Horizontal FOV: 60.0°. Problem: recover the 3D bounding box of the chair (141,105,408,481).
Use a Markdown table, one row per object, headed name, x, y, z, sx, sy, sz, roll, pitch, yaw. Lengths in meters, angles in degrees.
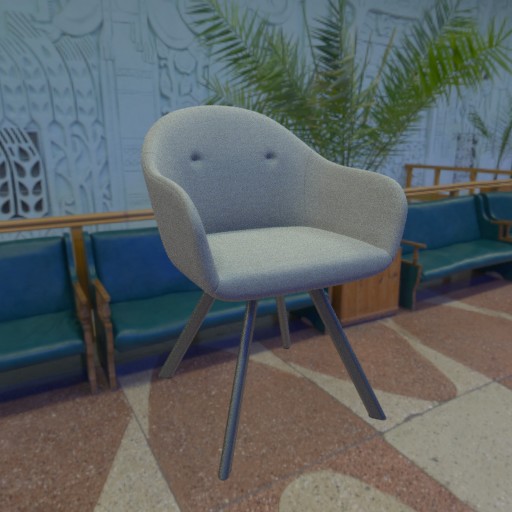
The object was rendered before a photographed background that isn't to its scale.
| name | x | y | z | sx | sy | sz | roll | pitch | yaw |
| --- | --- | --- | --- | --- | --- | --- | --- | --- | --- |
| chair | 0.000 | 0.000 | 1.167 | 0.540 | 0.780 | 0.570 | -8 | 17 | -26 |
